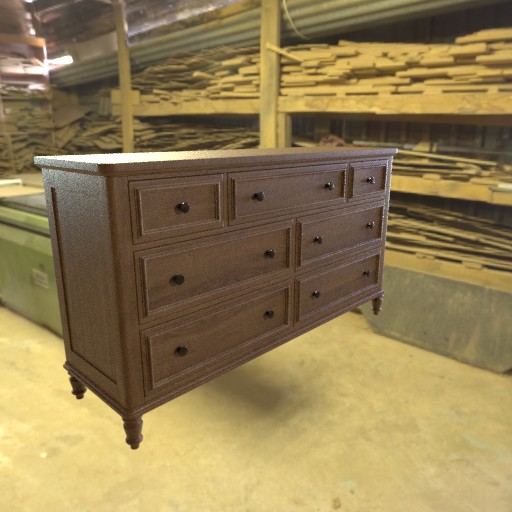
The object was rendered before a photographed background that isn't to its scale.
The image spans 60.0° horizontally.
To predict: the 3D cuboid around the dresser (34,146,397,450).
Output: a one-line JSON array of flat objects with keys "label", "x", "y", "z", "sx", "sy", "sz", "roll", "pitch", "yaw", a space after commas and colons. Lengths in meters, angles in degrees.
[{"label": "dresser", "x": 0.000, "y": 0.000, "z": 1.945, "sx": 0.468, "sy": 0.892, "sz": 1.583, "roll": 15, "pitch": 21, "yaw": 42}]
